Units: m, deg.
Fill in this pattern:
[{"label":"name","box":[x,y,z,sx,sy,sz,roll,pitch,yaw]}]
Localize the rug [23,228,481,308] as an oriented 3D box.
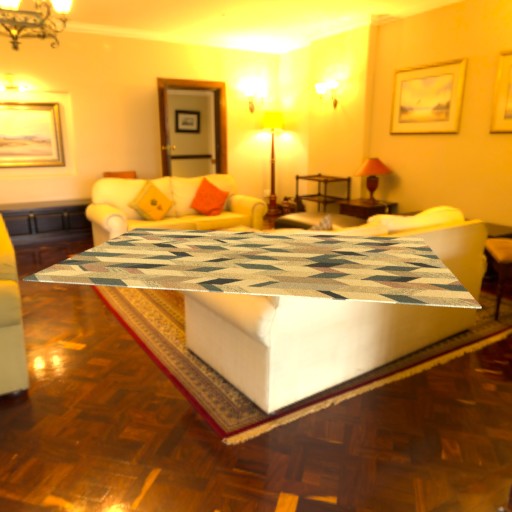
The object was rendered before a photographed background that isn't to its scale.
[{"label":"rug","box":[0.000,0.000,3.004,2.423,0.008,1.513,3,15,10]}]
